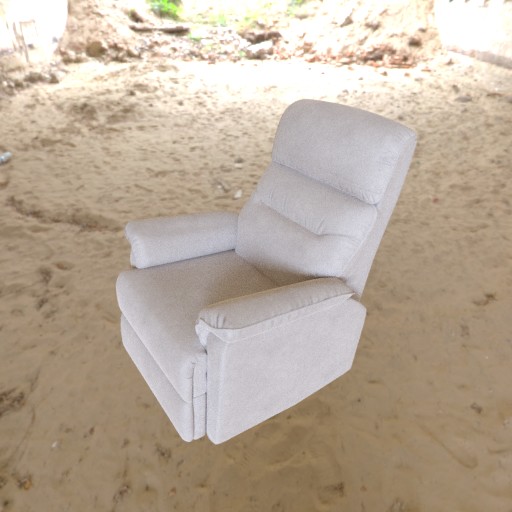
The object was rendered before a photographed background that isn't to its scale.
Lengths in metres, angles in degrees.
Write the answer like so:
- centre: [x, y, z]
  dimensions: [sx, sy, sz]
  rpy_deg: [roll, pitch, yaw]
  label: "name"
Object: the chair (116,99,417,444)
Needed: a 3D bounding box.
- centre: [0.000, 0.000, 1.734]
  dimensions: [1.001, 1.039, 0.820]
  rpy_deg: [-19, 36, -29]
  label: "chair"
